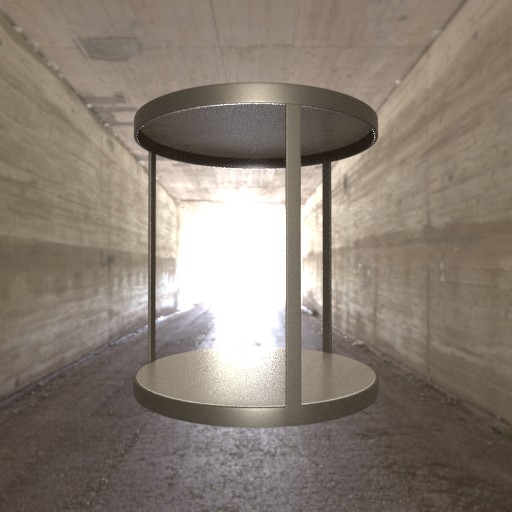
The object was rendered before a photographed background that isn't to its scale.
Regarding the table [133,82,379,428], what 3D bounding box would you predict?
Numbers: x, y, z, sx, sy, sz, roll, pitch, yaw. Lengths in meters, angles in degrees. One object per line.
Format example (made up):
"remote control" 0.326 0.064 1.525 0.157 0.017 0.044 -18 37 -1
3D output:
"table" 0.000 0.000 0.834 0.445 0.479 0.445 0 -1 0
